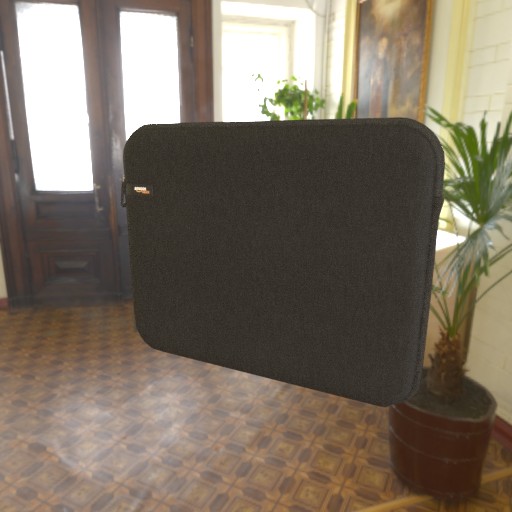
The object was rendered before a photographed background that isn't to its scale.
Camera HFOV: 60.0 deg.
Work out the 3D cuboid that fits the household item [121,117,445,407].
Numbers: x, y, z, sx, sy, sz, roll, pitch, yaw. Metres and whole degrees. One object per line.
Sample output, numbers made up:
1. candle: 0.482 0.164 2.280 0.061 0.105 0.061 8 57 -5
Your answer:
1. household item: 0.000 0.000 0.522 0.396 0.305 0.030 7 16 26
